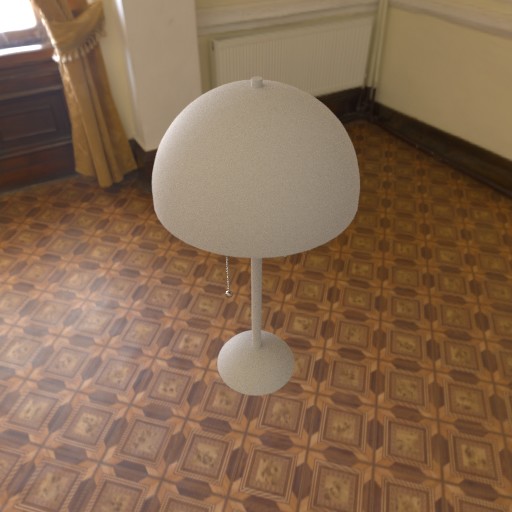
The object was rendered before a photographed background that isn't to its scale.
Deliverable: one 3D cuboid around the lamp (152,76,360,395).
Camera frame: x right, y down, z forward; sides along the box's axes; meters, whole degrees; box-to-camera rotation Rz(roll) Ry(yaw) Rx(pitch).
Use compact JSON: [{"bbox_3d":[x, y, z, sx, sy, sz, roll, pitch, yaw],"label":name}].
[{"bbox_3d":[0.000,0.000,0.421,0.171,0.330,0.171,0,40,0],"label":"lamp"}]
